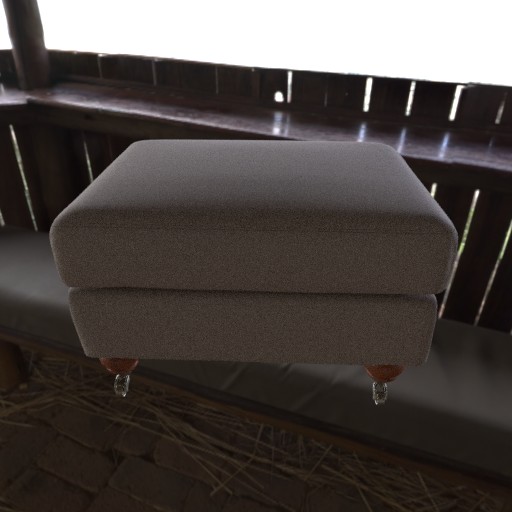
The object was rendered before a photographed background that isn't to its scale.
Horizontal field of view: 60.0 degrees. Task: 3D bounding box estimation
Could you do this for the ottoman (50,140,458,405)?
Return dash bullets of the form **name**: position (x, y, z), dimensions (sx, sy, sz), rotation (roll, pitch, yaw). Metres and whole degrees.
- **ottoman**: position (0.000, 0.000, 1.127), dimensions (0.773, 0.497, 0.574), rotation (1, 30, 2)
